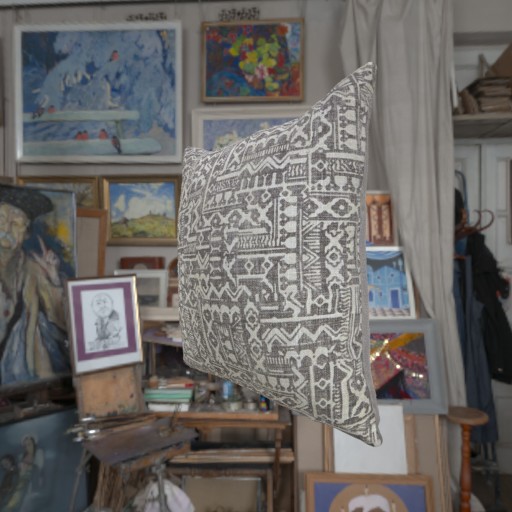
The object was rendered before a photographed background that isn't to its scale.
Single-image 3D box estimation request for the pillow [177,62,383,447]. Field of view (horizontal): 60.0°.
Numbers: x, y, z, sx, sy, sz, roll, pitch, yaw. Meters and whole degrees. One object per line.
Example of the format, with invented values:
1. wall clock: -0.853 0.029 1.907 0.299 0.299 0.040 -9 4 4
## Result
1. pillow: 0.000 0.000 0.767 0.180 0.487 0.546 0 0 -34
